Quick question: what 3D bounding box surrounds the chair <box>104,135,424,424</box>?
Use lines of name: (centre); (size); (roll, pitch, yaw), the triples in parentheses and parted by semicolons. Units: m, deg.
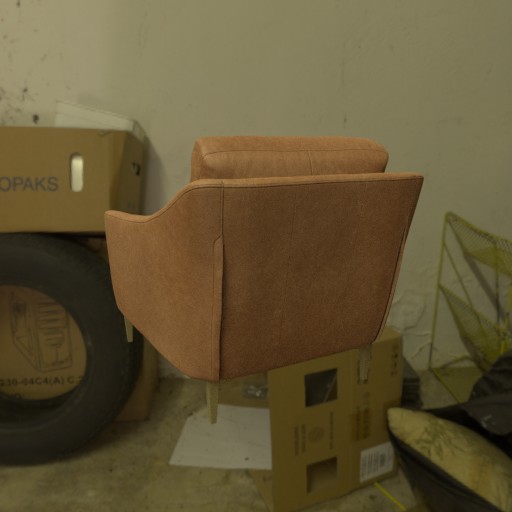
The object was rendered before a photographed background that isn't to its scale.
chair: (0.000, 0.000, 1.717); (0.988, 0.895, 0.963); (-7, 16, -25)
